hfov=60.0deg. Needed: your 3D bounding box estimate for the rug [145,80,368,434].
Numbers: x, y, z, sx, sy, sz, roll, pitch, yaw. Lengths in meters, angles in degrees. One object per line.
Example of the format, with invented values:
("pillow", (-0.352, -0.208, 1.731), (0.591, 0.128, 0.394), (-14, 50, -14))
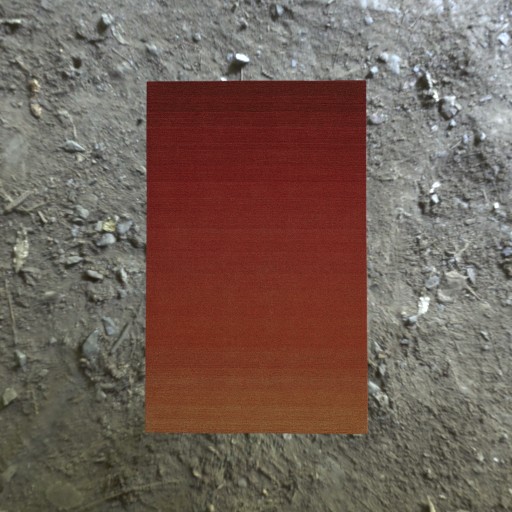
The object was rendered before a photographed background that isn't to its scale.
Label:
("rug", (0.000, 0.000, 3.065), (1.531, 0.010, 2.442), (0, 89, 1))
